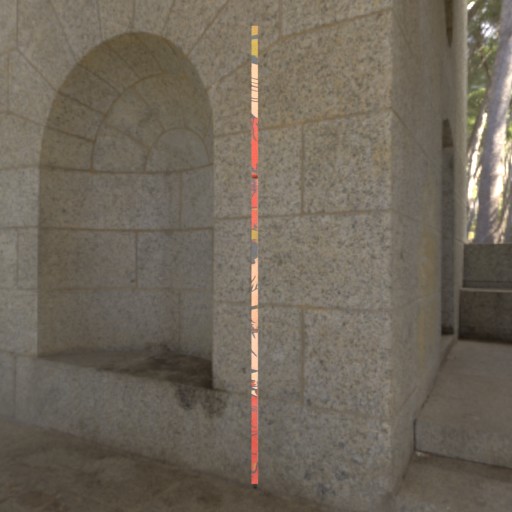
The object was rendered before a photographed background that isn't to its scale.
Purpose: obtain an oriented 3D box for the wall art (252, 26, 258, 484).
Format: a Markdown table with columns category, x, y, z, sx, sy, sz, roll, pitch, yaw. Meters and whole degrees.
| category | x | y | z | sx | sy | sz | roll | pitch | yaw |
| --- | --- | --- | --- | --- | --- | --- | --- | --- | --- |
| wall art | 0.000 | 0.000 | 1.336 | 0.013 | 0.913 | 0.904 | 0 | -1 | 0 |
